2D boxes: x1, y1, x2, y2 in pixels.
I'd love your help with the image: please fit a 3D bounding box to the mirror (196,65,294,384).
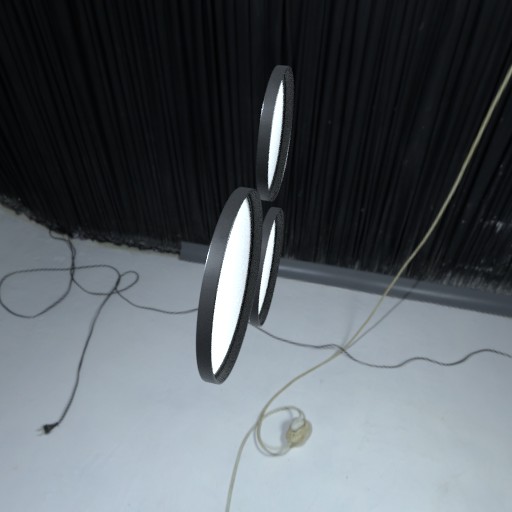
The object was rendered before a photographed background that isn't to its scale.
[{"bbox_3d":[0.000,0.000,3.110,0.076,2.096,2.160,10,45,10],"label":"mirror"}]
